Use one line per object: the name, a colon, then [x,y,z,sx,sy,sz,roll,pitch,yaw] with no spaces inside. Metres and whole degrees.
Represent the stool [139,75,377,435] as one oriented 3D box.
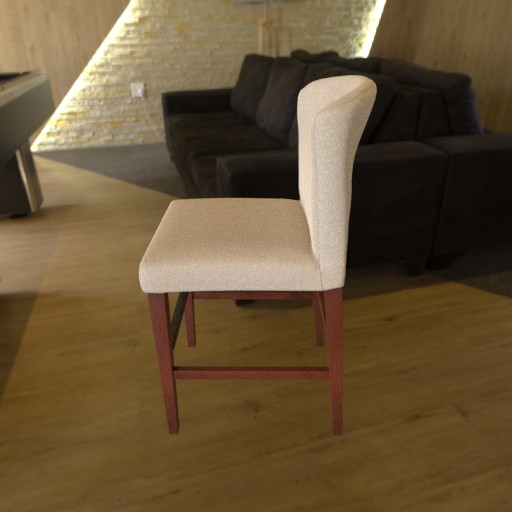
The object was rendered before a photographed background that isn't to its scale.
stool: [0.000,0.000,1.288,0.568,0.968,0.479,0,27,0]
